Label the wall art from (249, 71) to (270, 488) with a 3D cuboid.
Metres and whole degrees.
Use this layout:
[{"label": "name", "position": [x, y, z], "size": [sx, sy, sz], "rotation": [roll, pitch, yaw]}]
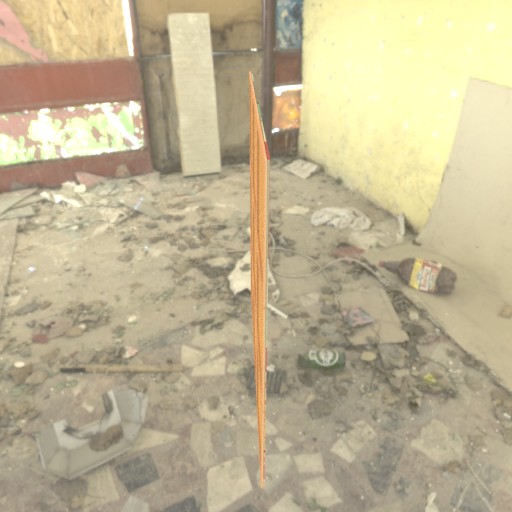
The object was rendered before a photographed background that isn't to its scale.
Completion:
[{"label": "wall art", "position": [0.000, 0.000, 1.800], "size": [0.013, 1.220, 1.216], "rotation": [-1, 31, -2]}]
